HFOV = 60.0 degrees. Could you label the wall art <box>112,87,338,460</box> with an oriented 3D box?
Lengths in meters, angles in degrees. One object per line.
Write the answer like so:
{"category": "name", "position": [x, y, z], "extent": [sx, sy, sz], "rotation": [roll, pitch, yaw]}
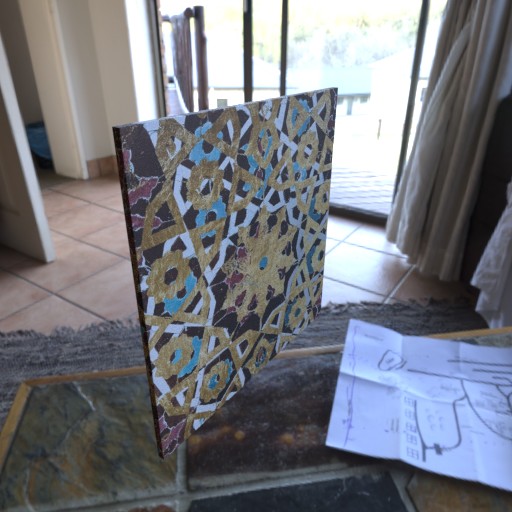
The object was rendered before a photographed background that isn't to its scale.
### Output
{"category": "wall art", "position": [0.000, 0.000, 0.613], "extent": [0.010, 0.406, 0.404], "rotation": [18, 32, 32]}
